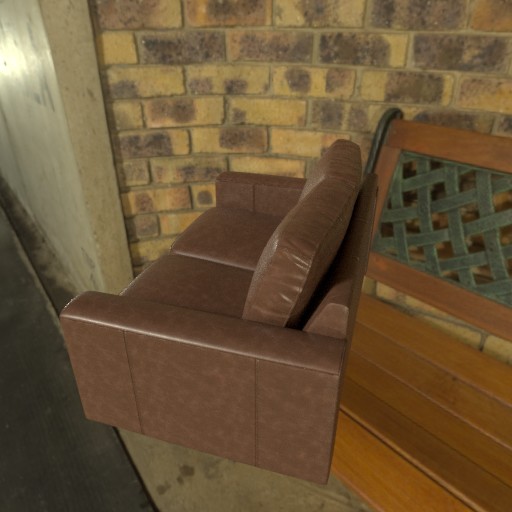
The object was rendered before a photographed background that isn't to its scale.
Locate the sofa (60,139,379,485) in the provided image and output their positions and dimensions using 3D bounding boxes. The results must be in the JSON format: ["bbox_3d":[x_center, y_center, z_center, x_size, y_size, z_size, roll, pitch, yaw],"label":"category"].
[{"bbox_3d":[0.000,0.000,2.128,1.016,0.873,1.616,9,30,15],"label":"sofa"}]
